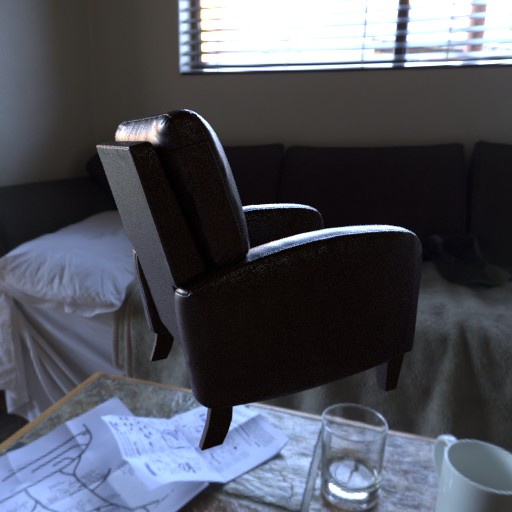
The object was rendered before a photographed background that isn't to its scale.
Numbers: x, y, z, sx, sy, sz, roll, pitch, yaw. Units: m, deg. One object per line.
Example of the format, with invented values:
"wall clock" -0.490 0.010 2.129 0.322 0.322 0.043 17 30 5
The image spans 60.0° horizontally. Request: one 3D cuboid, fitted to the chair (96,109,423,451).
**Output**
"chair" 0.000 0.000 1.651 0.990 0.990 0.762 -7 16 -26
